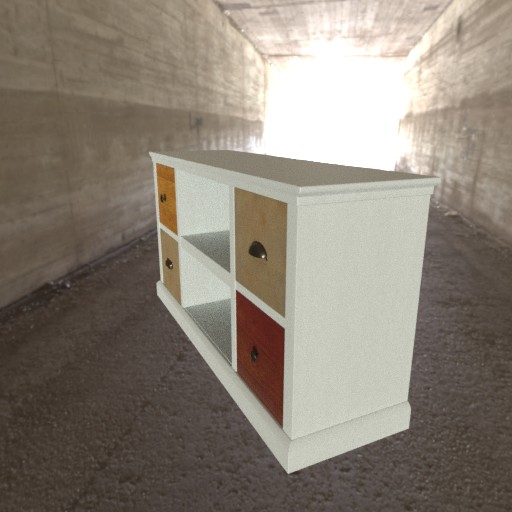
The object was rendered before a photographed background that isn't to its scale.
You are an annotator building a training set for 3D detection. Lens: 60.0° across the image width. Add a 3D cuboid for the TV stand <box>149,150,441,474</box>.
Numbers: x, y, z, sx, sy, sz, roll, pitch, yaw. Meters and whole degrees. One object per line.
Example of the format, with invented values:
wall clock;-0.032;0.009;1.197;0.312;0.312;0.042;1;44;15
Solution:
TV stand;0.000;0.000;1.471;0.424;0.624;1.187;-8;18;-25
